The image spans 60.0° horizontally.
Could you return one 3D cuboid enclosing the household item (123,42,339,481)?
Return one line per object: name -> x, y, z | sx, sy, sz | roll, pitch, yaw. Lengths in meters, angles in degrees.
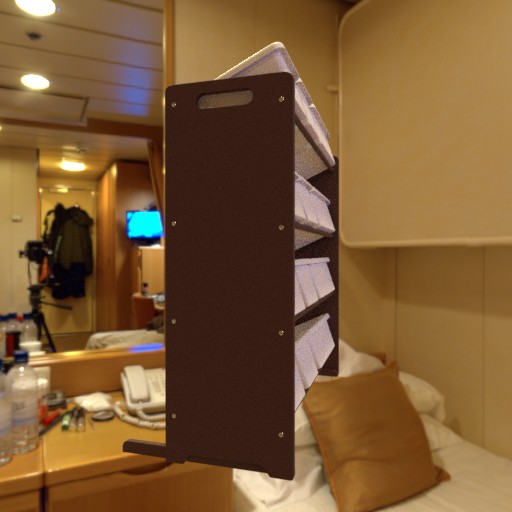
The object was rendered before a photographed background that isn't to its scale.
household item -> 0.000, 0.000, 1.282 | 0.389, 0.864, 0.787 | 0, 0, 17
